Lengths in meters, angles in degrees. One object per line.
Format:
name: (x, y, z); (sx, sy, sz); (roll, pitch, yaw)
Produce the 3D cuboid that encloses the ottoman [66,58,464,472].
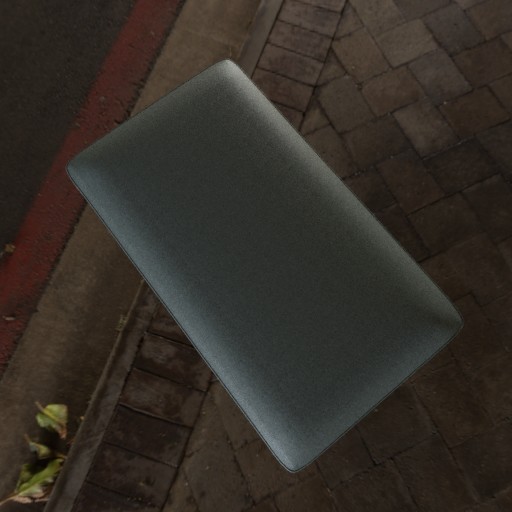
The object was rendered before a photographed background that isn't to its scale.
ottoman: (0.000, 0.000, 1.537); (0.681, 0.494, 1.173); (-37, 78, -9)
